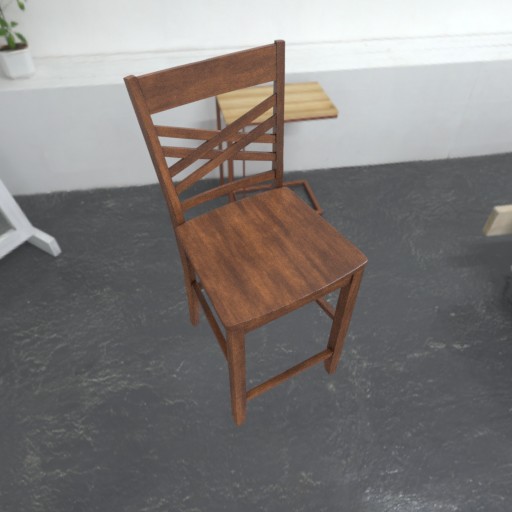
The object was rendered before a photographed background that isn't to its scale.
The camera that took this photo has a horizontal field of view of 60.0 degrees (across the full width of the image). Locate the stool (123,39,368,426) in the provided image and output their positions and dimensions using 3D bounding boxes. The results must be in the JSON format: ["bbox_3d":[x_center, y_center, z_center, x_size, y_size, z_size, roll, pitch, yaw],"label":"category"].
[{"bbox_3d":[0.000,0.000,1.415,0.462,1.079,0.539,-23,52,-19],"label":"stool"}]
